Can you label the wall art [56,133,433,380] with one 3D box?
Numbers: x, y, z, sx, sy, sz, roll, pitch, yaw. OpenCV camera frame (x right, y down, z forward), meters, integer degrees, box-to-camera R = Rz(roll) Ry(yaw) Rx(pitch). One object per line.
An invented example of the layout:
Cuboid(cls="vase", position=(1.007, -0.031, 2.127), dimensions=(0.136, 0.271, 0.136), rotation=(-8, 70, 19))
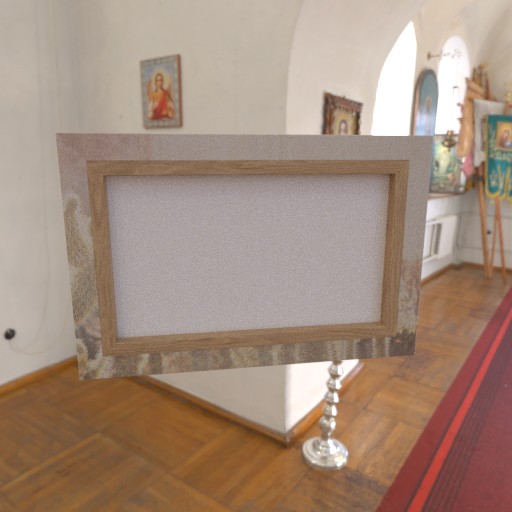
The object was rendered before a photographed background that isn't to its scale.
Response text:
Cuboid(cls="wall art", position=(0.000, 0.000, 1.150), dimensions=(0.916, 0.608, 0.040), rotation=(-2, 13, -9))
